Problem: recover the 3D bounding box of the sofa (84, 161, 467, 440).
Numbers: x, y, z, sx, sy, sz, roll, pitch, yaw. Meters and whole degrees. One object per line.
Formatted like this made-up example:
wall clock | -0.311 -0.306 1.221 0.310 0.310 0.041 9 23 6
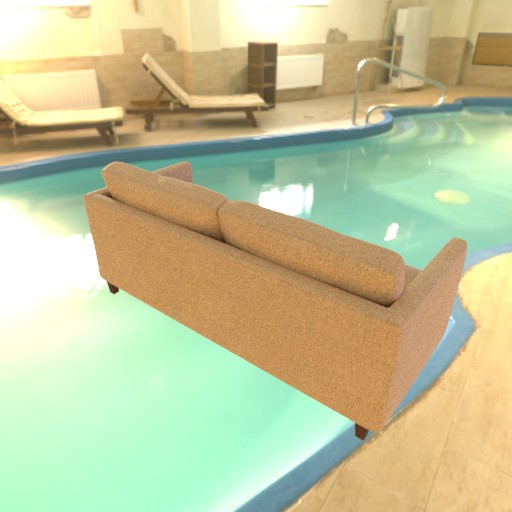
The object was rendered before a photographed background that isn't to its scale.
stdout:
sofa | 0.000 0.000 2.766 2.208 0.965 0.951 22 36 33
